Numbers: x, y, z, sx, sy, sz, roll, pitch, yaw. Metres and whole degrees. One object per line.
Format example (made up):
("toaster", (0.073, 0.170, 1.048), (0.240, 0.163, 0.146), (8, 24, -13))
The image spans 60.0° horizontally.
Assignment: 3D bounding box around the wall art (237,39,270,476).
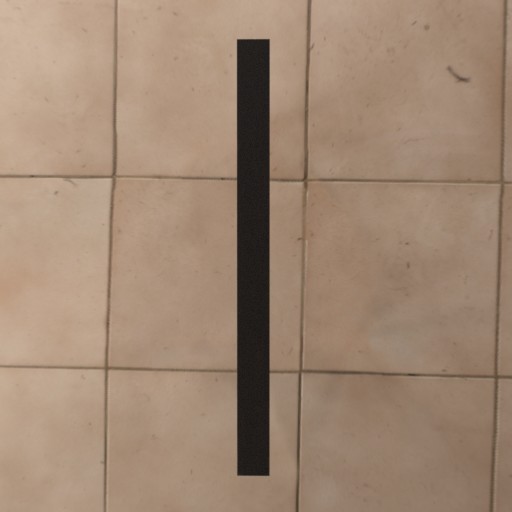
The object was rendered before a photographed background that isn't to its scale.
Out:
("wall art", (0.000, 0.000, 0.769), (0.038, 0.508, 0.508), (0, 91, 1))
